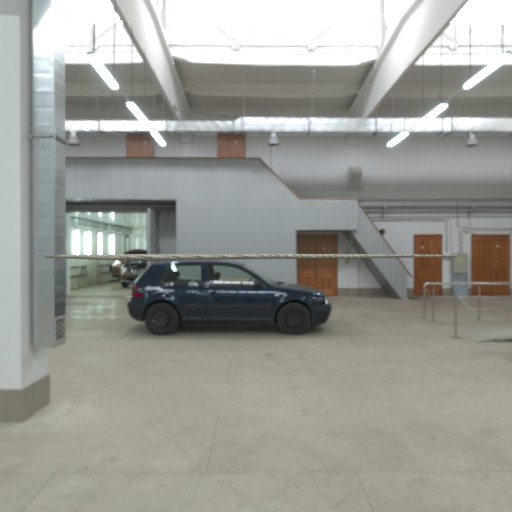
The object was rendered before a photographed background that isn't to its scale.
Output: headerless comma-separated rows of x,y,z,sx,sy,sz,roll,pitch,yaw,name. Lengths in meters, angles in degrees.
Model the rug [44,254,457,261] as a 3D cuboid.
0.000,0.000,3.050,2.406,0.023,1.539,0,0,-36,rug
